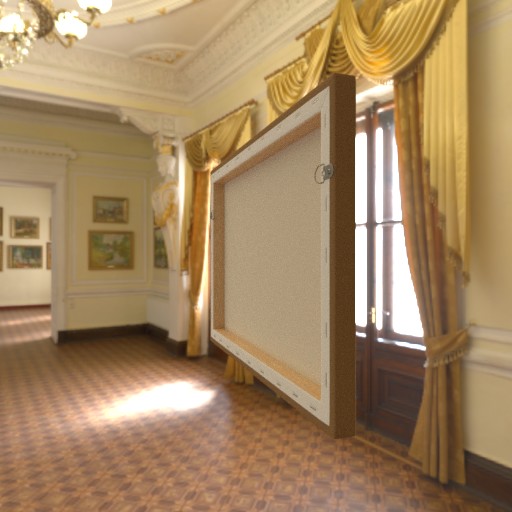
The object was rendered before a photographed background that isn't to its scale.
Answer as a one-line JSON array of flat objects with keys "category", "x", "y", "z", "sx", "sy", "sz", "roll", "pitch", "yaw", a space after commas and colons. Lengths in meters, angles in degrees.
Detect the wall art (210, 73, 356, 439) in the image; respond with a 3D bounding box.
[{"category": "wall art", "x": 0.000, "y": 0.000, "z": 0.486, "sx": 0.019, "sy": 0.254, "sz": 0.380, "roll": 0, "pitch": 0, "yaw": -19}]
